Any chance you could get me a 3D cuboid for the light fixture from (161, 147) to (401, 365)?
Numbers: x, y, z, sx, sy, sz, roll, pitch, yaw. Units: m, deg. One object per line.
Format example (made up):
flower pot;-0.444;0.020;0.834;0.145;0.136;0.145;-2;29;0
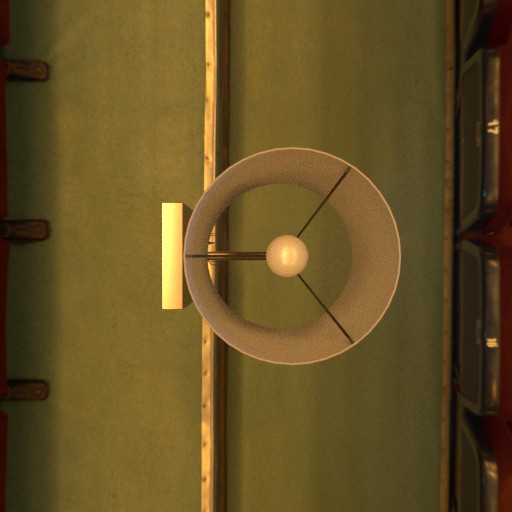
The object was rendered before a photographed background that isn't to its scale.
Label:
light fixture;0.000;0.000;0.676;0.248;0.589;0.188;0;90;0
